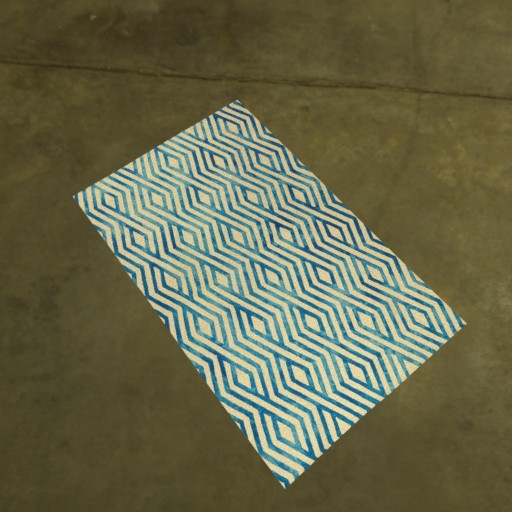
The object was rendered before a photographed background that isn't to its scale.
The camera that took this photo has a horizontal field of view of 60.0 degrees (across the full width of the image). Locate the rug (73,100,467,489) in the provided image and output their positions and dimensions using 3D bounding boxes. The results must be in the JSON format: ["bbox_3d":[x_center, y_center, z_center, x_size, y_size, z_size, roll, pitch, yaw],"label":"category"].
[{"bbox_3d":[0.000,0.000,3.062,1.531,0.008,2.439,-36,70,-15],"label":"rug"}]
